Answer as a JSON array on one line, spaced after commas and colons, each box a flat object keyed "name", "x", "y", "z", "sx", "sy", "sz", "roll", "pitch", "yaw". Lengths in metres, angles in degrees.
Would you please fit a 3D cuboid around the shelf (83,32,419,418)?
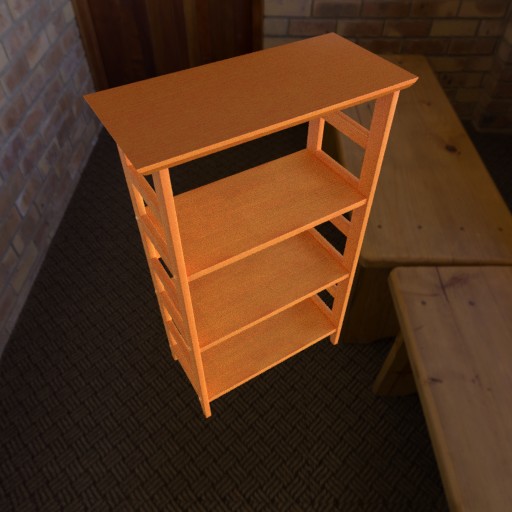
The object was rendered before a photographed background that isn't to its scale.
[{"name": "shelf", "x": 0.000, "y": 0.000, "z": 1.342, "sx": 0.660, "sy": 1.067, "sz": 0.305, "roll": -24, "pitch": 51, "yaw": -21}]
